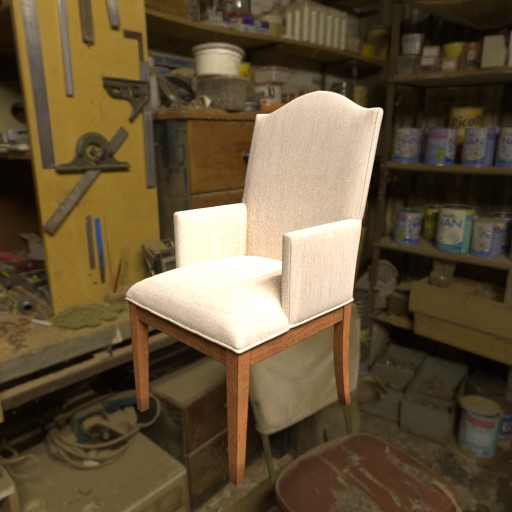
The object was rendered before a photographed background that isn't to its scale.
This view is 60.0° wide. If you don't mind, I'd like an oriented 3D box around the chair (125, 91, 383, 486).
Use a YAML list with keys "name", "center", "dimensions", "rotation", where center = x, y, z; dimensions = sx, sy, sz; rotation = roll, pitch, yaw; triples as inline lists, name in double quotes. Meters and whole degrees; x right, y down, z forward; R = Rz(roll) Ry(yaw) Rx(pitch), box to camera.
- name: "chair"
  center: [0.000, 0.000, 1.390]
  dimensions: [0.533, 1.016, 0.641]
  rotation: [14, 20, 43]
